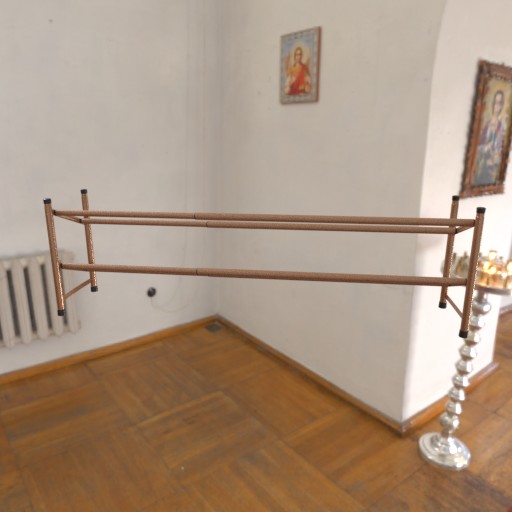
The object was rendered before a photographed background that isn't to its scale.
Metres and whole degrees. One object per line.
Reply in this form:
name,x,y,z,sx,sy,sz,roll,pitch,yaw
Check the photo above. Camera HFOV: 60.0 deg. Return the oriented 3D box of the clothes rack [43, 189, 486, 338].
clothes rack,0.000,0.000,1.306,1.168,0.349,0.229,2,16,7
